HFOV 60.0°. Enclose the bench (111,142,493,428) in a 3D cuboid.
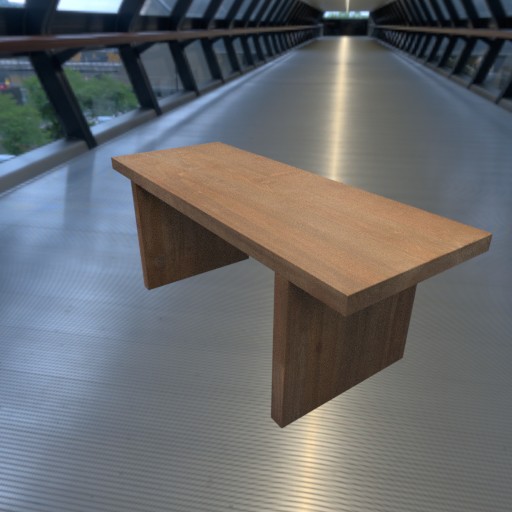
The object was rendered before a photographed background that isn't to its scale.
[{"bbox_3d":[0.000,0.000,1.405,0.458,0.458,1.183,-18,31,-31],"label":"bench"}]
